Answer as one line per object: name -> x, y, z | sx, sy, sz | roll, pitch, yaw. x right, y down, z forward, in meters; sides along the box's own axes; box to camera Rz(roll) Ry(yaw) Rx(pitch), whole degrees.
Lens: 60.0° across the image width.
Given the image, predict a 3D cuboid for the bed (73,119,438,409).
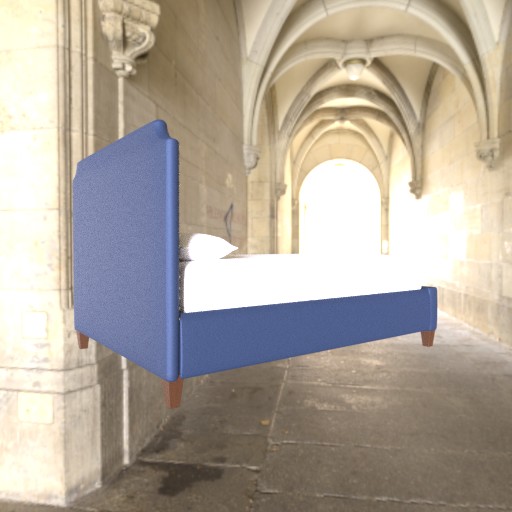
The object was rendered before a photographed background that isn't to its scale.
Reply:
bed -> 0.000, 0.000, 3.483 | 2.372, 1.443, 1.712 | -1, 2, -37
